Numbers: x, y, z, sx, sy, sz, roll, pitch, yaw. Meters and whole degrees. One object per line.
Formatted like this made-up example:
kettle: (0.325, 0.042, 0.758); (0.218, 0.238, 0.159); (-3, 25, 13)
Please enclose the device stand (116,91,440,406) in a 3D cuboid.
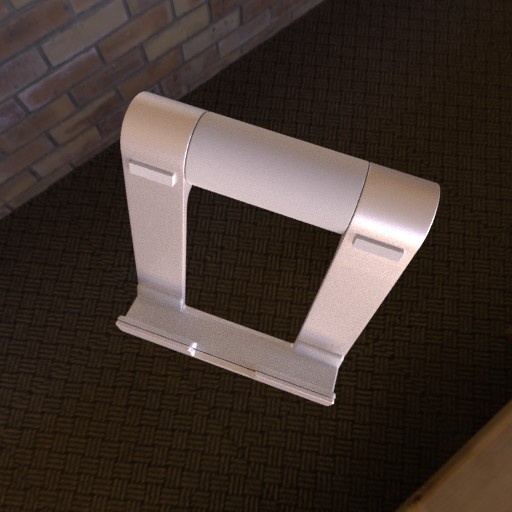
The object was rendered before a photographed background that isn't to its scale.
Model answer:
device stand: (0.000, 0.000, 0.153); (0.086, 0.084, 0.079); (19, 76, 5)
